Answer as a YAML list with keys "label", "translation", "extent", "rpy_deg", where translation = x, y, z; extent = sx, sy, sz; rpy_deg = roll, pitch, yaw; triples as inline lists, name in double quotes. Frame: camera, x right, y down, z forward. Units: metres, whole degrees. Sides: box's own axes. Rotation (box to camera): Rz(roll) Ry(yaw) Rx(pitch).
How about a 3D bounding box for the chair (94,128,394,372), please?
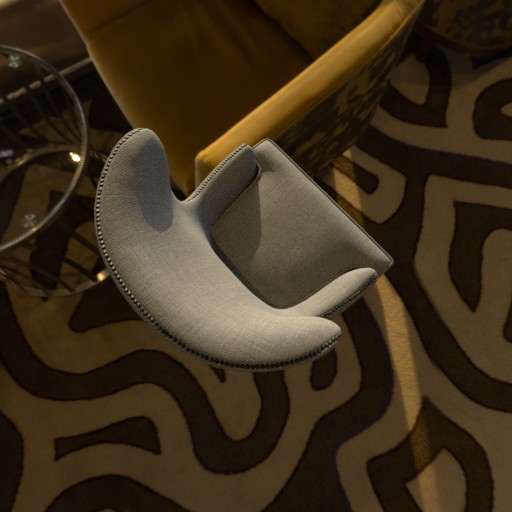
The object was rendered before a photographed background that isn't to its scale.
- label: "chair"
  translation: [0.000, 0.000, 1.810]
  extent: [0.883, 1.176, 0.864]
  rpy_deg: [-41, 79, -10]
